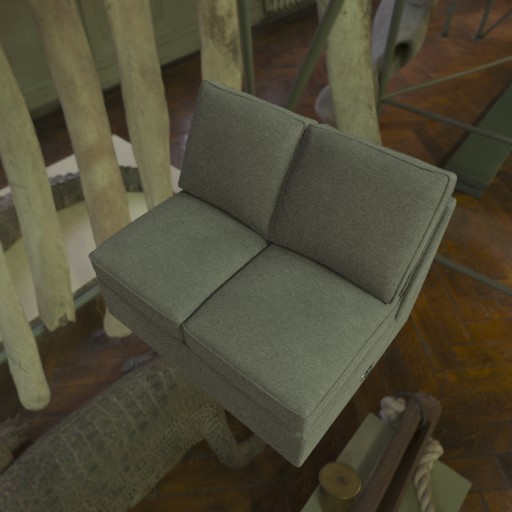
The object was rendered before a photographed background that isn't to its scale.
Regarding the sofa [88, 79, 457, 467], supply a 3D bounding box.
[{"bbox_3d":[0.000,0.000,1.944,1.237,1.008,0.951,31,53,26],"label":"sofa"}]
